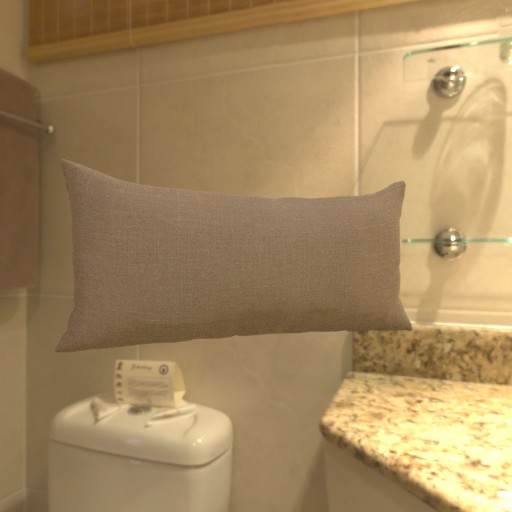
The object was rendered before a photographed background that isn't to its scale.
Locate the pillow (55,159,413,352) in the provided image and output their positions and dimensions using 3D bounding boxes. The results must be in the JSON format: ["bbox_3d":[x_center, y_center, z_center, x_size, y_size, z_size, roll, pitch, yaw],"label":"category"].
[{"bbox_3d":[0.000,0.000,0.759,0.631,0.290,0.148,0,0,-18],"label":"pillow"}]
